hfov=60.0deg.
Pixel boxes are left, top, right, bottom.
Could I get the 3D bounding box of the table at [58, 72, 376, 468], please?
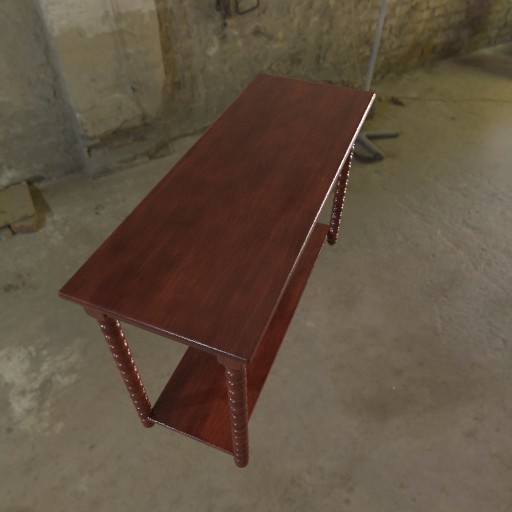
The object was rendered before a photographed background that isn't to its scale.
[{"bbox_3d":[0.000,0.000,1.536,0.459,0.740,1.184,16,48,15],"label":"table"}]
